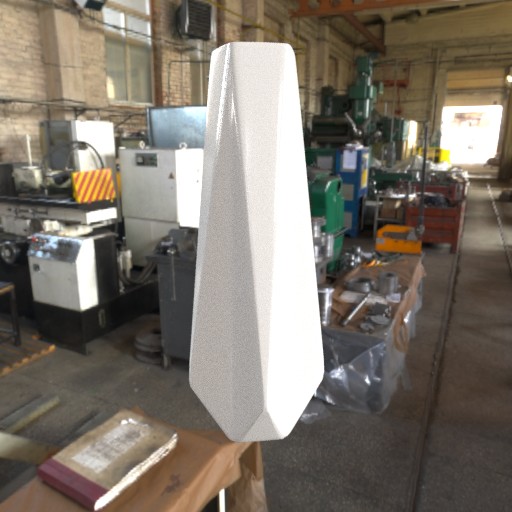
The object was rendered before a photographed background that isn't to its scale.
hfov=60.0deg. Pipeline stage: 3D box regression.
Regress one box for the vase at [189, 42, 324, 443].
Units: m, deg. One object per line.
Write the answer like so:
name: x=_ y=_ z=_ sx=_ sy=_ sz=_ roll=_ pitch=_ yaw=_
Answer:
vase: x=0.000 y=0.000 z=0.382 sx=0.122 sy=0.329 sz=0.116 roll=-2 pitch=14 yaw=-7
